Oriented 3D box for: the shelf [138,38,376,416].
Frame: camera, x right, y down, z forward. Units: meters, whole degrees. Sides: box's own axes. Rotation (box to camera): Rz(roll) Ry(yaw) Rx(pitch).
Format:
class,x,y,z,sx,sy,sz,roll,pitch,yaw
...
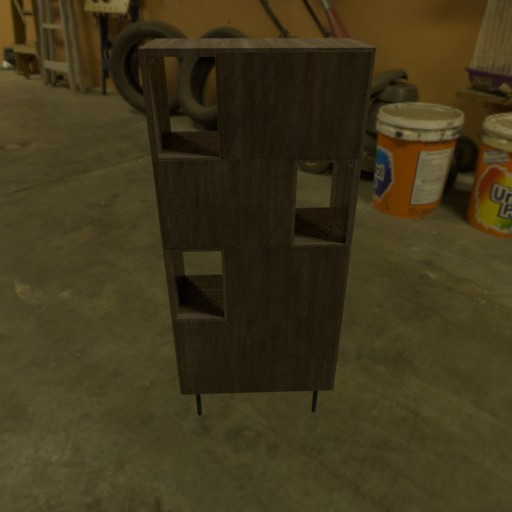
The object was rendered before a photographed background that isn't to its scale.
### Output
class,x,y,z,sx,sy,sz,roll,pitch,yaw
shelf,0.000,0.000,1.774,0.670,1.545,0.323,-1,31,-2
